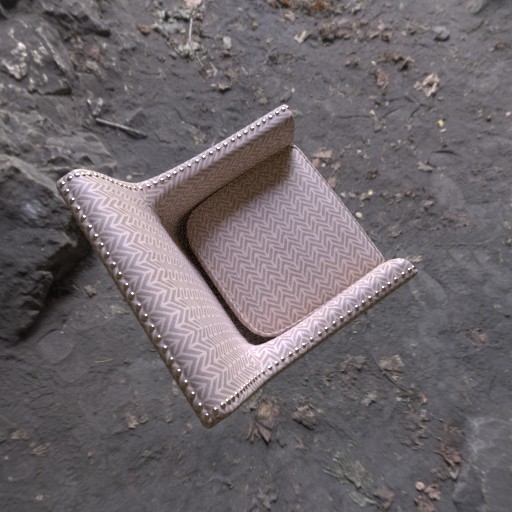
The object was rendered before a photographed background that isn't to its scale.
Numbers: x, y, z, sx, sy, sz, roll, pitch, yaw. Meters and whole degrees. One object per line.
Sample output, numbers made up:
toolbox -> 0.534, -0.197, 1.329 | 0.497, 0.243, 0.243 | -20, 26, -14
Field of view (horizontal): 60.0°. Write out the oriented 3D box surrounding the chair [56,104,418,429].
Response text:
chair -> 0.000, 0.000, 1.309 | 0.651, 0.816, 0.623 | -34, 78, -8
